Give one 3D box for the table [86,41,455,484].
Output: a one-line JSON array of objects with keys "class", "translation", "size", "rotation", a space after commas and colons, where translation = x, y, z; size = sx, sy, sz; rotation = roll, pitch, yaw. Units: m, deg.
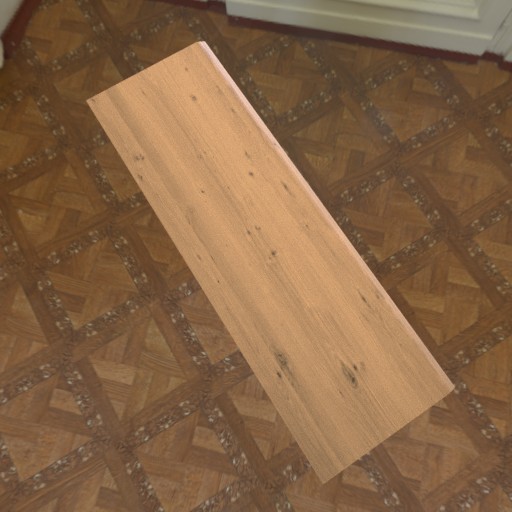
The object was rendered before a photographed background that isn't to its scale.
[{"class": "table", "translation": [0.000, 0.000, 1.427], "size": [0.400, 0.510, 1.200], "rotation": [-32, 77, -8]}]
